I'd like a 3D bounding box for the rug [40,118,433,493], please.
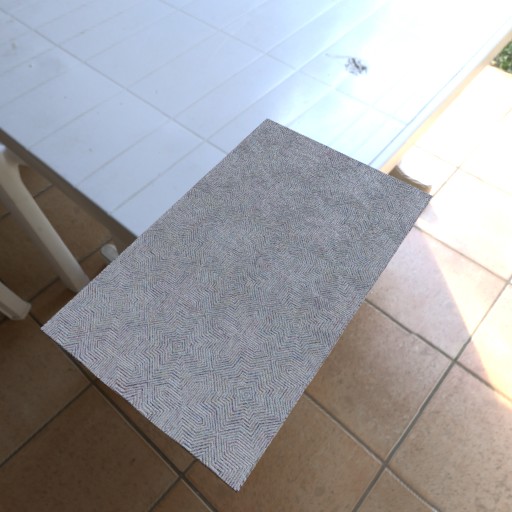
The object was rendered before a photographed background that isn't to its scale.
[{"bbox_3d":[0.000,0.000,3.011,1.519,0.007,2.428,31,61,19],"label":"rug"}]
